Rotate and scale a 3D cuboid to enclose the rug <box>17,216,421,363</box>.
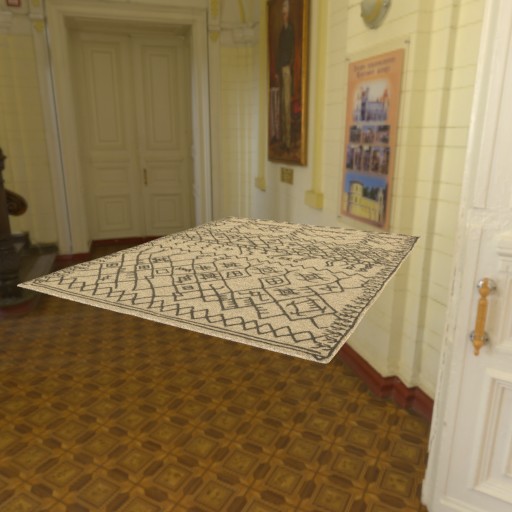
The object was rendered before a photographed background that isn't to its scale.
[{"bbox_3d":[0.000,0.000,3.246,1.964,0.025,2.455,8,18,27],"label":"rug"}]
